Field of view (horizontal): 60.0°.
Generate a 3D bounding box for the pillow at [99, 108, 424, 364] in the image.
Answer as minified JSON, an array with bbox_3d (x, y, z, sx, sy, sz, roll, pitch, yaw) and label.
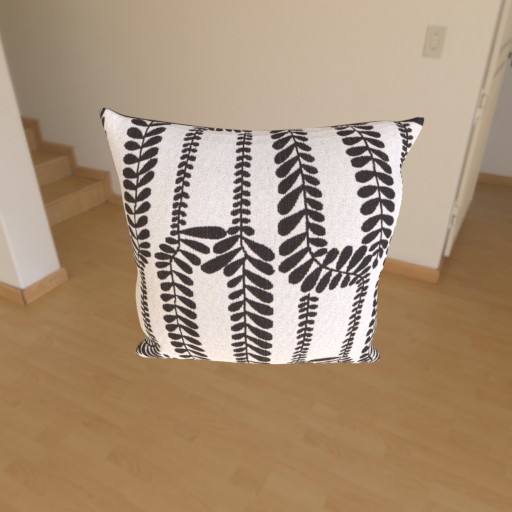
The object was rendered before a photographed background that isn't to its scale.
[{"bbox_3d":[0.000,0.000,0.688,0.440,0.441,0.182,1,30,2],"label":"pillow"}]
